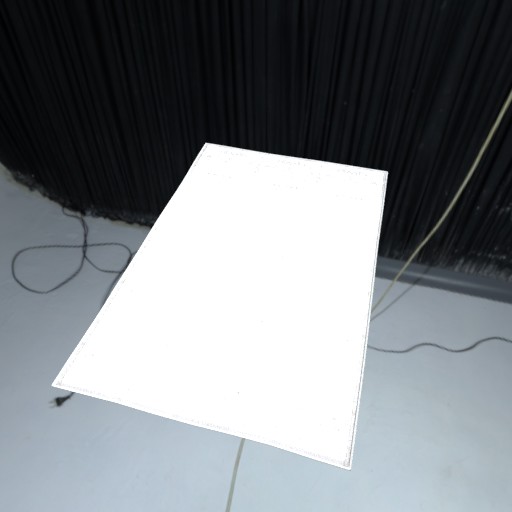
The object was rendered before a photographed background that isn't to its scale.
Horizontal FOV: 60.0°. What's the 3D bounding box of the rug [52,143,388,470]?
[{"bbox_3d":[0.000,0.000,3.429,1.819,0.018,2.746,11,48,10],"label":"rug"}]
